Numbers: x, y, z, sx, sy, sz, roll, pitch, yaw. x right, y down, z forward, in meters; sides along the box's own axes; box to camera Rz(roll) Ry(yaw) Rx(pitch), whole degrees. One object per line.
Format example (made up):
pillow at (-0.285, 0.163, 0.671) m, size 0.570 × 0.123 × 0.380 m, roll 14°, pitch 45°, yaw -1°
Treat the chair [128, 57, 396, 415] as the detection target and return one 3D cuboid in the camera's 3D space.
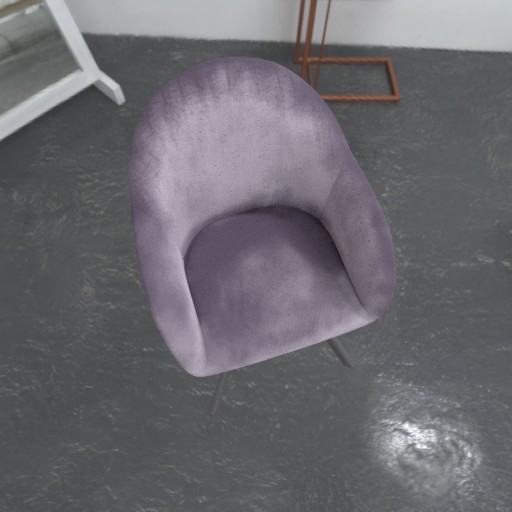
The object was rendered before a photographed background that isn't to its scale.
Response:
chair at (0.000, 0.000, 1.173) m, size 0.550 × 0.795 × 0.590 m, roll -16°, pitch 65°, yaw -8°
